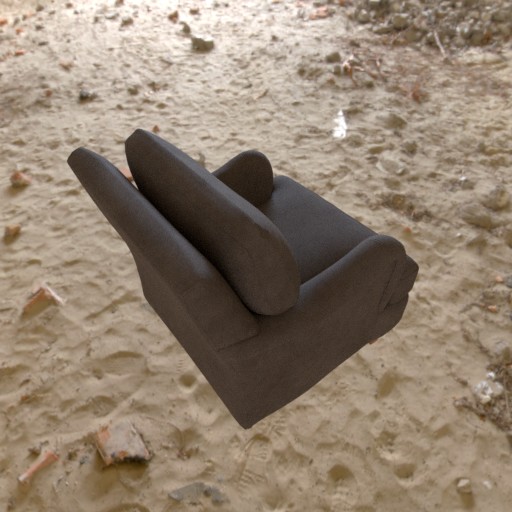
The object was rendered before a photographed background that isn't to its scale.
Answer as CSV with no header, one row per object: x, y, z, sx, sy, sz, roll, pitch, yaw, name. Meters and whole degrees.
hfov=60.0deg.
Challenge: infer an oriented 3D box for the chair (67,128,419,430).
0.000,0.000,1.844,1.070,0.997,0.955,-25,47,-27,chair
